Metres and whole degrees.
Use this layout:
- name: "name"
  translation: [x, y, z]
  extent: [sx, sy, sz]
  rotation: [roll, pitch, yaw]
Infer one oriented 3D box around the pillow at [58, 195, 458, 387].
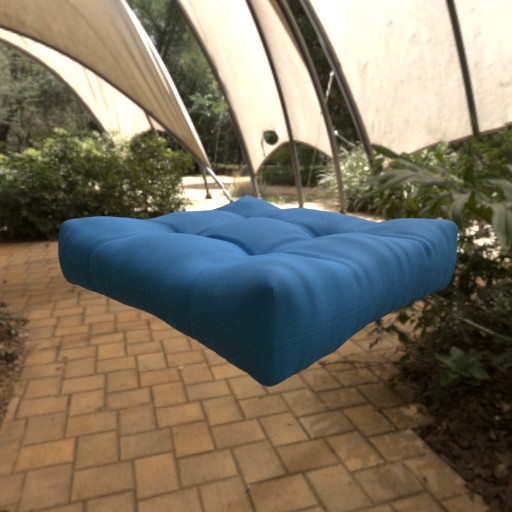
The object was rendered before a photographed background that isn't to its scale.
- name: "pillow"
  translation: [0.000, 0.000, 0.724]
  extent: [0.490, 0.128, 0.468]
  rotation: [14, 20, 42]
